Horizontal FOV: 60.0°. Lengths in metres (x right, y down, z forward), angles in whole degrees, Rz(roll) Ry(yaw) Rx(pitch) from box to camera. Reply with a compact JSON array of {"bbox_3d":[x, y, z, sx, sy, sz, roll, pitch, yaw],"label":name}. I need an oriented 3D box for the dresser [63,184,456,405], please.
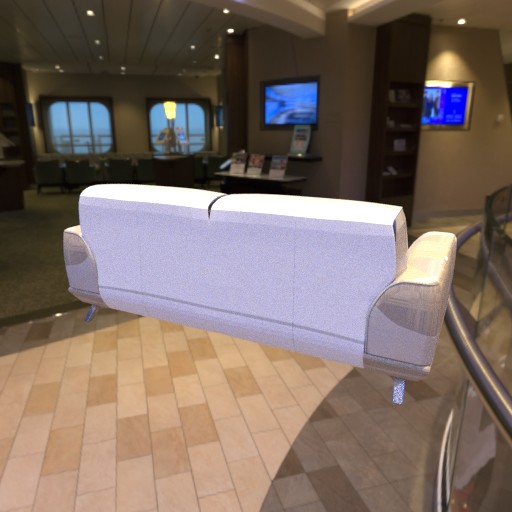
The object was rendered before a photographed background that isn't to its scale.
[{"bbox_3d":[0.000,0.000,5.810,4.679,1.863,2.251,8,18,26],"label":"dresser"}]
